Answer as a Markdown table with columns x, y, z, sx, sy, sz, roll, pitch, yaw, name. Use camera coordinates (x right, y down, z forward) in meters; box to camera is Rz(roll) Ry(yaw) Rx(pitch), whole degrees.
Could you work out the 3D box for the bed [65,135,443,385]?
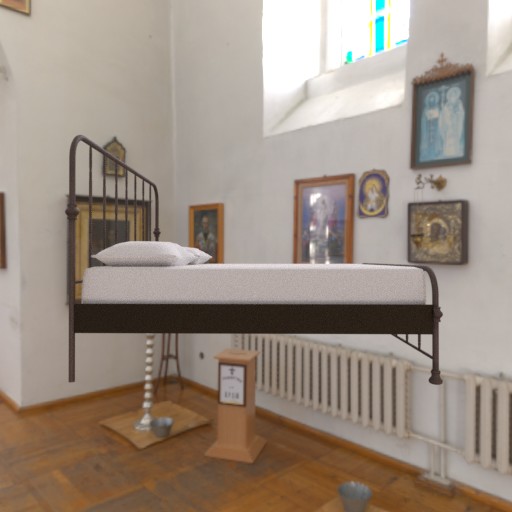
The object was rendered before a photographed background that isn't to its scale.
| x | y | z | sx | sy | sz | roll | pitch | yaw | name |
| --- | --- | --- | --- | --- | --- | --- | --- | --- | --- |
| 0.000 | 0.000 | 3.492 | 2.134 | 1.446 | 2.044 | 0 | 0 | 1 | bed |
